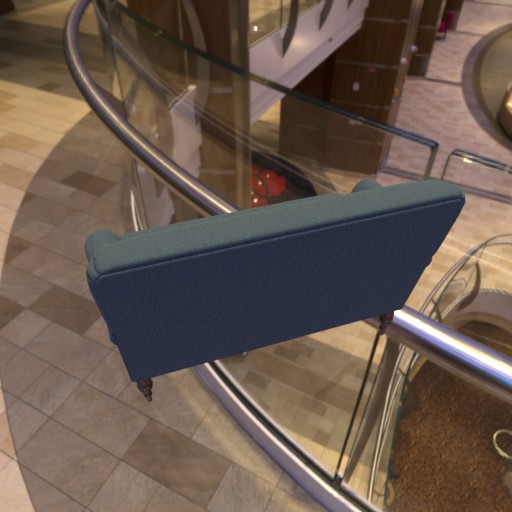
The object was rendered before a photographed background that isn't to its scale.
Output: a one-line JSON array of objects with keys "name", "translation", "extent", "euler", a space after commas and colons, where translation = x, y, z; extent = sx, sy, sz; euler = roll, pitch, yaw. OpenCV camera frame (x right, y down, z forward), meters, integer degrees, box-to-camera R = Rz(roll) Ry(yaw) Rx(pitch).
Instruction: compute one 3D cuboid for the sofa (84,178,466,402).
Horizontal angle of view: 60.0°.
[{"name": "sofa", "translation": [0.000, 0.000, 1.824], "extent": [1.297, 0.889, 0.779], "euler": [-13, 43, -14]}]
